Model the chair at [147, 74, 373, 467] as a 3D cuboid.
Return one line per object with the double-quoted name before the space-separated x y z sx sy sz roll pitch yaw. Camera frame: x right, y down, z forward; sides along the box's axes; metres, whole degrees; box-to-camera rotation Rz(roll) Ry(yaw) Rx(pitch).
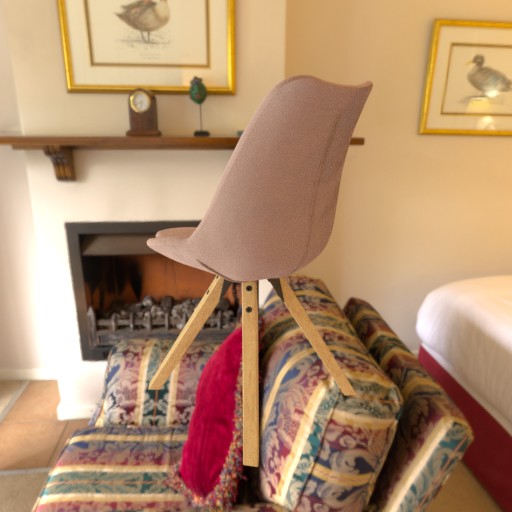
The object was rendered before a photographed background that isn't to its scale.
"chair" 0.000 0.000 1.177 0.485 0.850 0.550 -16 23 -42
